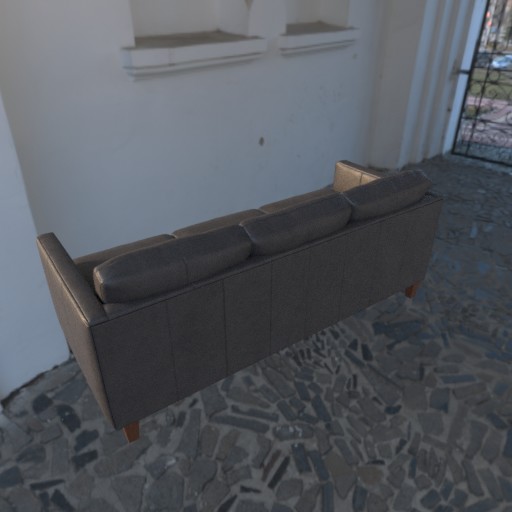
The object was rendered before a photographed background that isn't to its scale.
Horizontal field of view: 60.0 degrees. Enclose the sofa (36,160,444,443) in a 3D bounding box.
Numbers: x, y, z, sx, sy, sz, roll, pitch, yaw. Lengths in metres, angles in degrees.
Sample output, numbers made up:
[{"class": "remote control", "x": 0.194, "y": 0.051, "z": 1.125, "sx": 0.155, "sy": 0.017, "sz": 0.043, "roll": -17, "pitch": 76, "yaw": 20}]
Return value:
[{"class": "sofa", "x": 0.000, "y": 0.000, "z": 2.953, "sx": 2.464, "sy": 1.006, "sz": 1.045, "roll": -19, "pitch": 35, "yaw": -30}]
